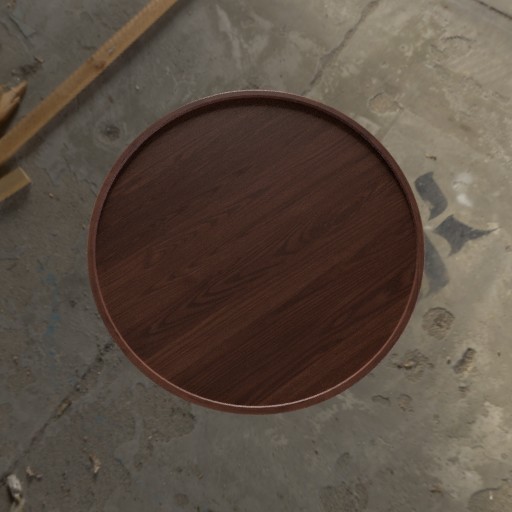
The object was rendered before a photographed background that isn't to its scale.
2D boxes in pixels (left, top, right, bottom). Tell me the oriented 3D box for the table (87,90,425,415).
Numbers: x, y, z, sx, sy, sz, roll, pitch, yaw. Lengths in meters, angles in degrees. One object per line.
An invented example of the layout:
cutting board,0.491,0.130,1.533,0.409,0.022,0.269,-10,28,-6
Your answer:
table,0.000,0.000,1.227,0.800,0.360,0.800,0,75,0
